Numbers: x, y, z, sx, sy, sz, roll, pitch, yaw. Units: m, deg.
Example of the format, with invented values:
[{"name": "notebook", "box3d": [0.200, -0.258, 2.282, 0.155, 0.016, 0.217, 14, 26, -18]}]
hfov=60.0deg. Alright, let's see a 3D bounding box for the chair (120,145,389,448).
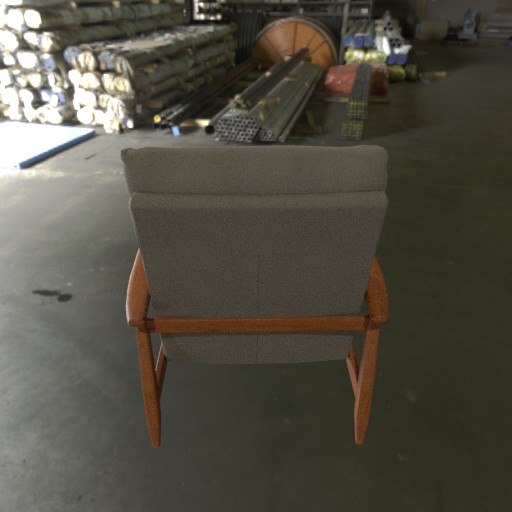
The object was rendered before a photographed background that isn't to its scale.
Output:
[{"name": "chair", "box3d": [0.000, 0.000, 1.508, 0.782, 0.922, 0.816, -1, 31, -1]}]
